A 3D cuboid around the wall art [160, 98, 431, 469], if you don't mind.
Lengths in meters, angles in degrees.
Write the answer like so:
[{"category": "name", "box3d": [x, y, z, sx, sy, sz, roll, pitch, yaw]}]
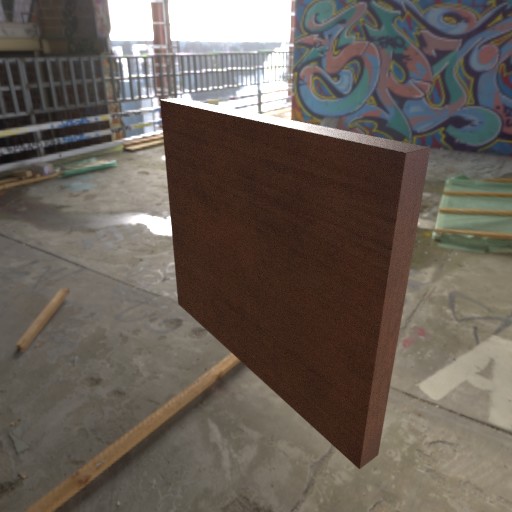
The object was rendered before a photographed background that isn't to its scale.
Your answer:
[{"category": "wall art", "box3d": [0.000, 0.000, 0.542, 0.030, 0.328, 0.401, -18, 31, -32]}]
